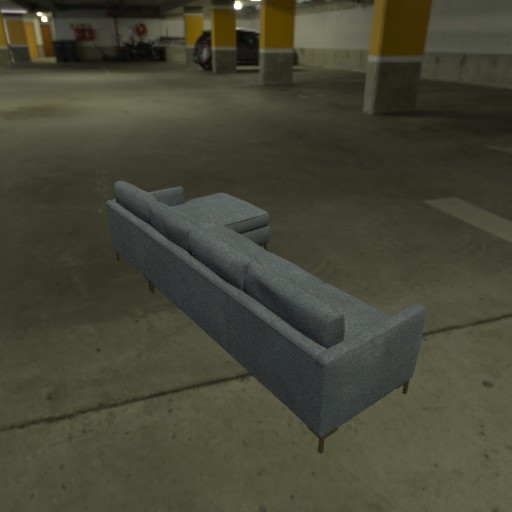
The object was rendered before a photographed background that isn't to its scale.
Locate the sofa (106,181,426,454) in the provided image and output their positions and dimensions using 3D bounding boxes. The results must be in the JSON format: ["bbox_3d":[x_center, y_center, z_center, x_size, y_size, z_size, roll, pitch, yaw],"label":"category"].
[{"bbox_3d":[0.000,0.000,3.515,1.350,0.810,2.932,-18,31,-33],"label":"sofa"}]
